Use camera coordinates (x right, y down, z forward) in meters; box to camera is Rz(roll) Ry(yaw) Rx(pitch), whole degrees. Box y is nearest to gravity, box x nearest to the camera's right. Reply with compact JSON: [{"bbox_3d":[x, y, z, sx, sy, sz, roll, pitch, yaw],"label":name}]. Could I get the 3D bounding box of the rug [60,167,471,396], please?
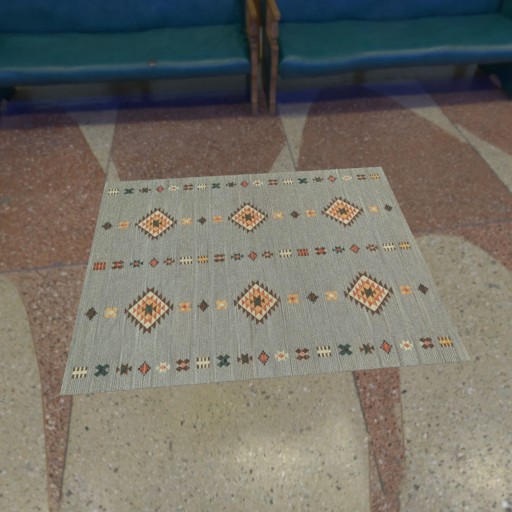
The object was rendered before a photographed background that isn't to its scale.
[{"bbox_3d":[0.000,0.000,4.063,3.035,0.008,2.425,-4,48,-4],"label":"rug"}]
